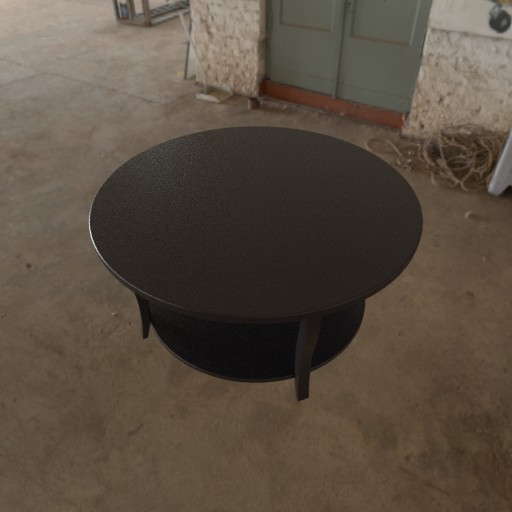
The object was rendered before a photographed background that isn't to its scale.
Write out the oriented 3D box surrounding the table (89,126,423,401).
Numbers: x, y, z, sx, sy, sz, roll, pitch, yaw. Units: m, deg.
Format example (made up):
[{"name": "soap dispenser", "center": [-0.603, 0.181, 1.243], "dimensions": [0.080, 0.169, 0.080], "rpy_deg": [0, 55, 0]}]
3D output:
[{"name": "table", "center": [0.000, 0.000, 1.409], "dimensions": [0.914, 0.457, 0.914], "rpy_deg": [0, 41, 0]}]
